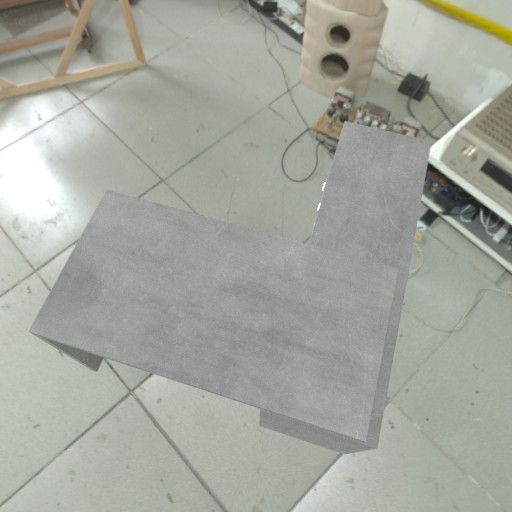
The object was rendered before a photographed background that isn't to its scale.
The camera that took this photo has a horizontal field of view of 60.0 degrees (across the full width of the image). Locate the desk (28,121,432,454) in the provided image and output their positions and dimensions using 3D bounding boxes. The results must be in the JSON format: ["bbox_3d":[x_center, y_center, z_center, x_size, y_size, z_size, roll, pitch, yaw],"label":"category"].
[{"bbox_3d":[0.000,0.000,2.288,1.400,0.740,1.500,16,65,7],"label":"desk"}]
